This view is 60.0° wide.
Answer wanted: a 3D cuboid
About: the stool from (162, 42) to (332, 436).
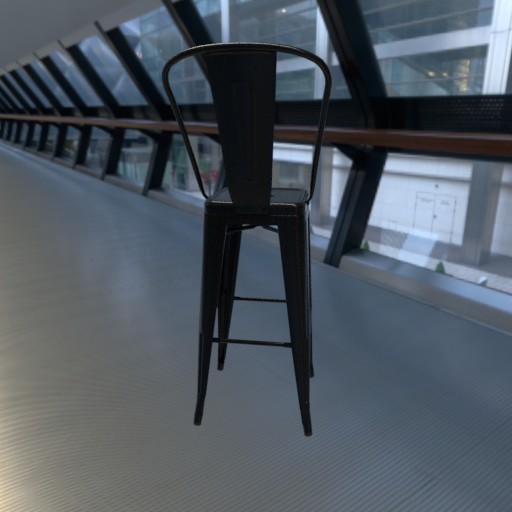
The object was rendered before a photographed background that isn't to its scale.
[{"bbox_3d":[0.000,0.000,1.334,0.399,1.096,0.513,2,17,8],"label":"stool"}]
